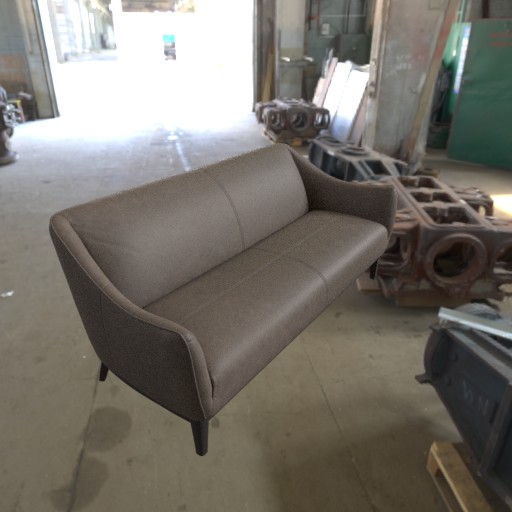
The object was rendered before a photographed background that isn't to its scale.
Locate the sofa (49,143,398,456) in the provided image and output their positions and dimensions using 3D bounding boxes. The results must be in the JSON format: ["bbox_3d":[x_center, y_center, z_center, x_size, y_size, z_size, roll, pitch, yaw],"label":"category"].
[{"bbox_3d":[0.000,0.000,2.363,0.869,0.831,1.928,17,31,31],"label":"sofa"}]
